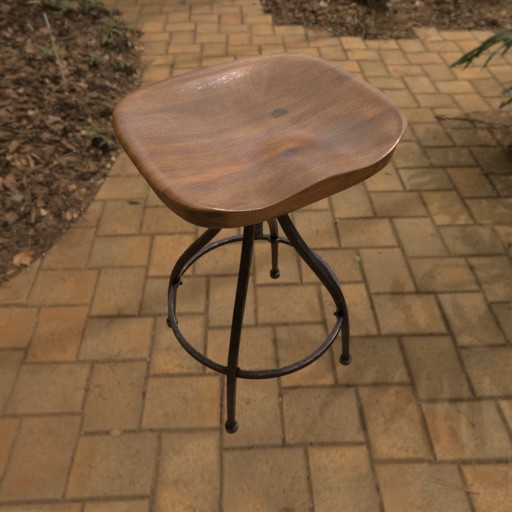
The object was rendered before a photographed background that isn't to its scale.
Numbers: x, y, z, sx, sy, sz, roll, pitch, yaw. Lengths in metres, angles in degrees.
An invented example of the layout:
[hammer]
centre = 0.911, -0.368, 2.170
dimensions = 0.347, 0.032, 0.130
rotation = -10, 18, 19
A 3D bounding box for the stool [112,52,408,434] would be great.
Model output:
[stool]
centre = 0.000, 0.000, 0.959
dimensions = 0.432, 0.694, 0.424
rotation = -24, 52, -20
